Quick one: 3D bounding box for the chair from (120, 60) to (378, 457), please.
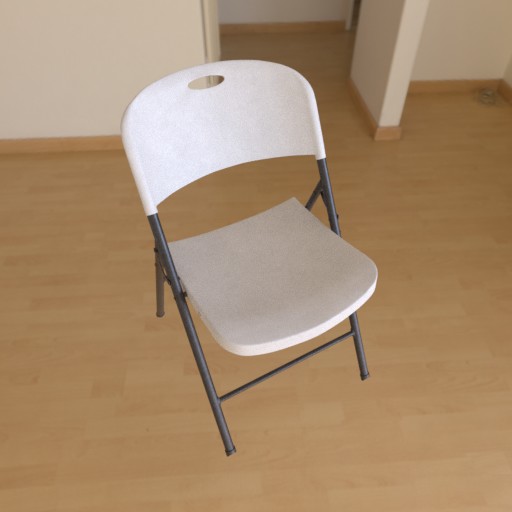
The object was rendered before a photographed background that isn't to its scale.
[{"bbox_3d":[0.000,0.000,1.167,0.494,0.810,0.566,-22,49,-20],"label":"chair"}]
